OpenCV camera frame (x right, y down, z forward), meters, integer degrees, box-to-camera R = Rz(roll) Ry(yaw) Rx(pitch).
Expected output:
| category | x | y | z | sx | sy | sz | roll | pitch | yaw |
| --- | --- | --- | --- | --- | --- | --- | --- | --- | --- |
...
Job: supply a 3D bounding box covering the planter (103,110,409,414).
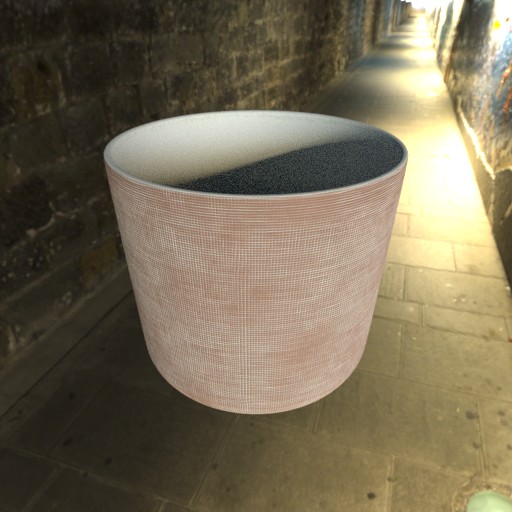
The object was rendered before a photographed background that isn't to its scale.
| category | x | y | z | sx | sy | sz | roll | pitch | yaw |
| --- | --- | --- | --- | --- | --- | --- | --- | --- | --- |
| planter | 0.000 | 0.000 | 0.765 | 0.440 | 0.398 | 0.440 | 0 | 30 | 0 |
